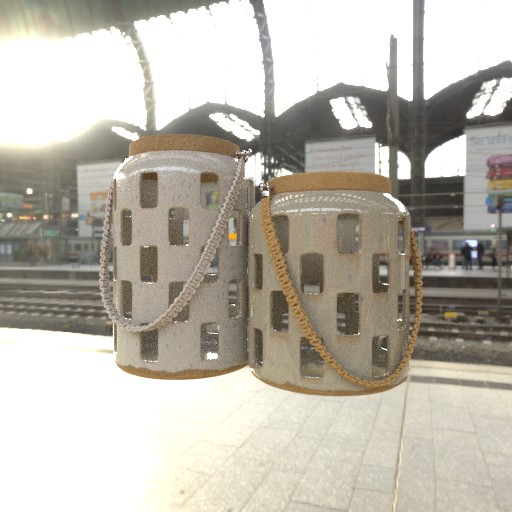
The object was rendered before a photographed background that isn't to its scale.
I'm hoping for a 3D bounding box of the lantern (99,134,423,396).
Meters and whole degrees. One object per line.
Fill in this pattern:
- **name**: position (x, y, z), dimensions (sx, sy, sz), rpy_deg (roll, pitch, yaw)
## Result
- **lantern**: position (0.000, 0.000, 0.491), dimensions (0.347, 0.255, 0.184), rpy_deg (0, 1, 18)
